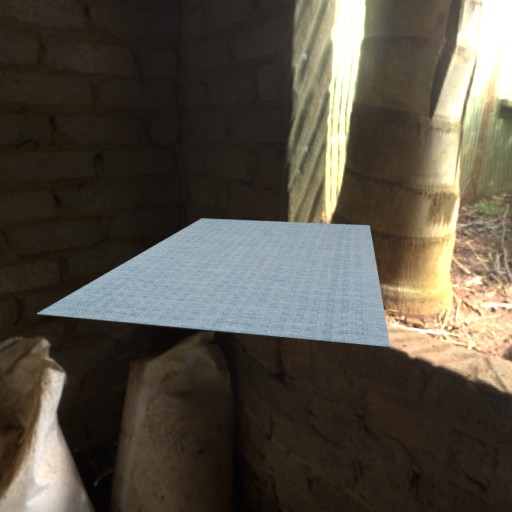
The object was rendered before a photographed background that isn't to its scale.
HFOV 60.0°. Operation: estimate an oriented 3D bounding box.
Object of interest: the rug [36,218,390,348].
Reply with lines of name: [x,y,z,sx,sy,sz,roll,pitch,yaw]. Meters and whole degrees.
rug: [0.000,0.000,2.904,1.522,0.006,2.286,3,16,11]
